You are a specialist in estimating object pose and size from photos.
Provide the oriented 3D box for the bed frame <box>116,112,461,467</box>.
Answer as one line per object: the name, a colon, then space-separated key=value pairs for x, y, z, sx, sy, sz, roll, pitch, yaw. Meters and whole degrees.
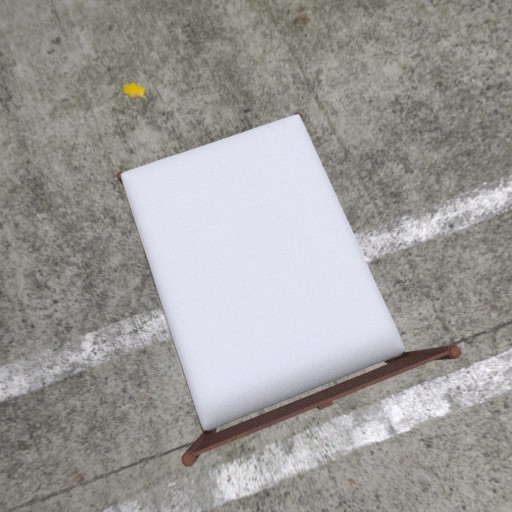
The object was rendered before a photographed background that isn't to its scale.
bed frame: x=0.000 y=0.000 z=3.312 sx=1.655 sy=1.321 sz=2.234 roll=-20 pitch=76 yaw=-5
